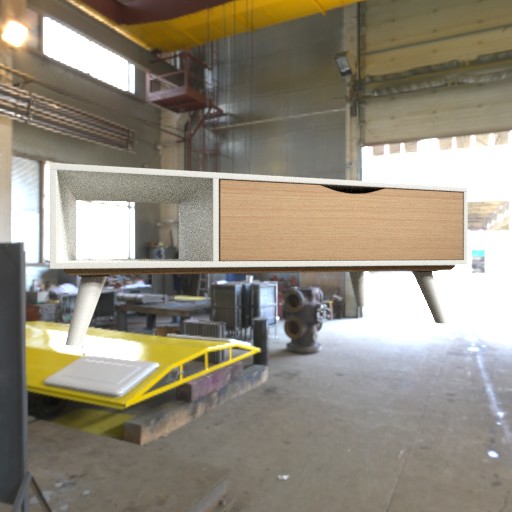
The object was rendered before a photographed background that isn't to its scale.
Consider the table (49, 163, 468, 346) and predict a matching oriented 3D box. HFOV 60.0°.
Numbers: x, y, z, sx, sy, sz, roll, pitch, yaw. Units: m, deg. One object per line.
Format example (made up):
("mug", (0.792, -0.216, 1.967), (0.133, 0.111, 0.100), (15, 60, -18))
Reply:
("table", (0.000, 0.000, 1.491), (1.194, 0.432, 0.609), (0, 0, -18))
